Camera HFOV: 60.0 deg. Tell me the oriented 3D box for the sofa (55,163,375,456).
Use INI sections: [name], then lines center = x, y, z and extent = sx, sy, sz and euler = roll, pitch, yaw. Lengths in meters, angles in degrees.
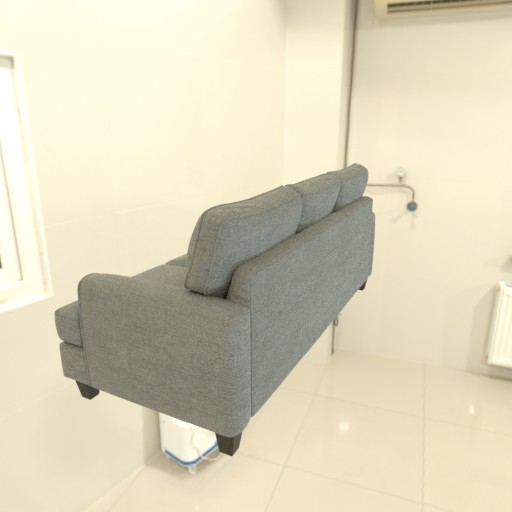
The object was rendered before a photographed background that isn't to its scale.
[sofa]
center = 0.000, 0.000, 2.646
extent = 0.951, 0.965, 2.158
euler = 9, 19, 26
